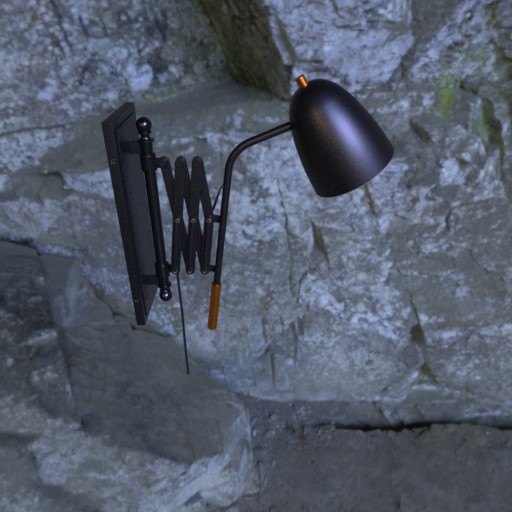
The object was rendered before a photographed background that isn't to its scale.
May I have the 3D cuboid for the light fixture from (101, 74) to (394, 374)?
[{"bbox_3d":[0.000,0.000,0.931,0.499,0.715,0.162,0,31,0],"label":"light fixture"}]
